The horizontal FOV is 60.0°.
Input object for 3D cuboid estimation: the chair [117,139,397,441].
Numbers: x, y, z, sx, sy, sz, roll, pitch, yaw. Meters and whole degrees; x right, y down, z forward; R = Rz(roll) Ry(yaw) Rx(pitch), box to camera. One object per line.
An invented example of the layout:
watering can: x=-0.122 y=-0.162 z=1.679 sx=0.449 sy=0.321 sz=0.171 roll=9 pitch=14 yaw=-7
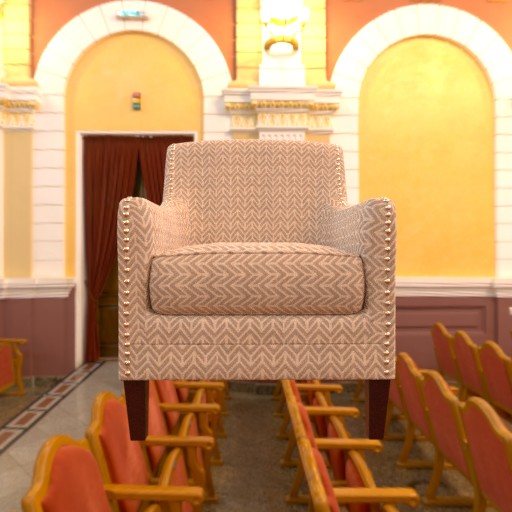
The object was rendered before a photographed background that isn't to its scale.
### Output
chair: x=0.000 y=0.000 z=1.293 sx=0.623 sy=0.816 sz=0.651 roll=0 pitch=1 yaw=-1
